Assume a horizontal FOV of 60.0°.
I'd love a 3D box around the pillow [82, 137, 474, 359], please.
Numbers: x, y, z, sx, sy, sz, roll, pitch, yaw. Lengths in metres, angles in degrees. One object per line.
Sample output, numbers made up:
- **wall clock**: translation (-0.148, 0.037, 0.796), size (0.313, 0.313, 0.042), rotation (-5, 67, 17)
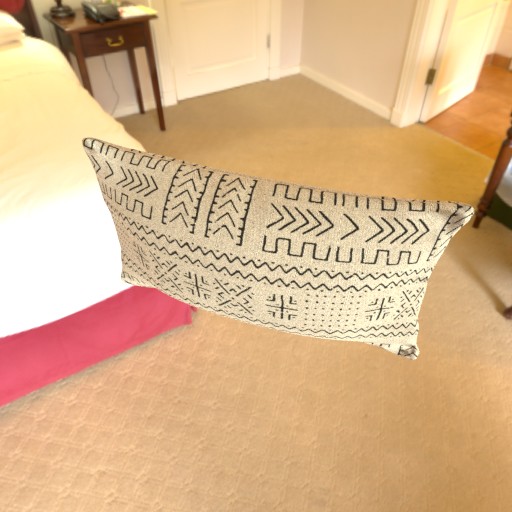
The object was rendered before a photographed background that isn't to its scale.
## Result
- **pillow**: translation (0.000, 0.000, 0.788), size (0.637, 0.352, 0.188), rotation (13, 43, 14)
